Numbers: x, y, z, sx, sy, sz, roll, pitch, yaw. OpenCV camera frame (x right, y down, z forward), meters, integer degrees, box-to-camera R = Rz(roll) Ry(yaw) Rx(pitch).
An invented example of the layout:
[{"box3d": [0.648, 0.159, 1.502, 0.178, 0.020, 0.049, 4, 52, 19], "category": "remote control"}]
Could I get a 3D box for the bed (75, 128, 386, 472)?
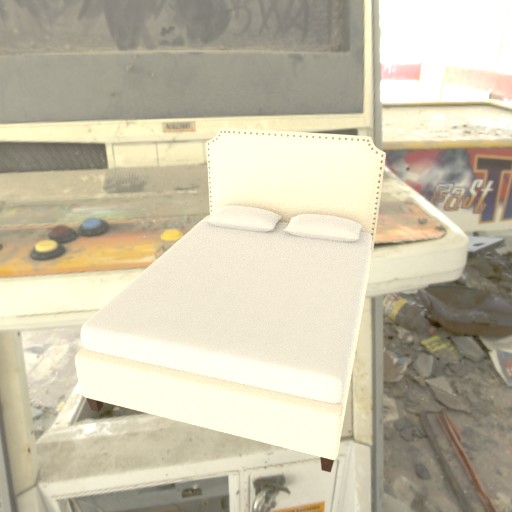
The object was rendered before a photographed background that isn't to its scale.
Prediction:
[{"box3d": [0.000, 0.000, 3.453, 1.712, 1.497, 2.372, 8, 27, 15], "category": "bed"}]
